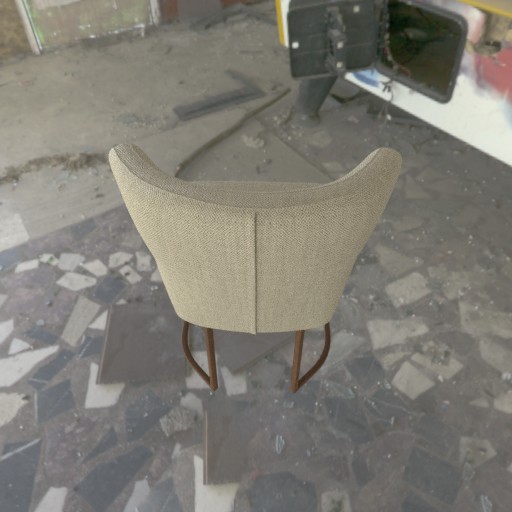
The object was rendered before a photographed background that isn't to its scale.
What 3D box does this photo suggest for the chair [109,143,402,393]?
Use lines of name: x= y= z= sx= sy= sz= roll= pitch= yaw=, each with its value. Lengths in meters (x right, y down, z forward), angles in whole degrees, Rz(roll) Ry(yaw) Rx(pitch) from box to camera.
chair: x=0.000 y=0.000 z=1.250 sx=0.611 sy=0.824 sz=0.617 roll=1 pitch=46 yaw=1
